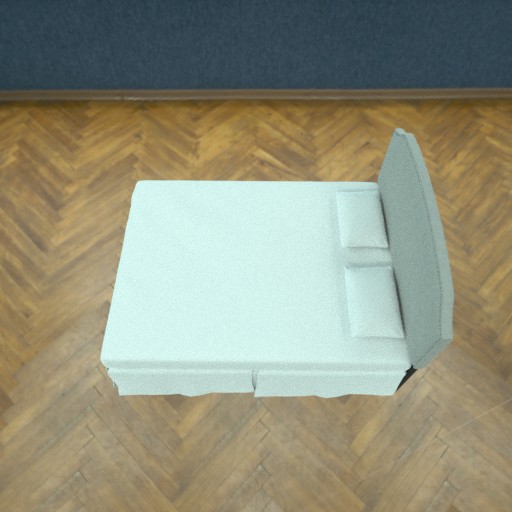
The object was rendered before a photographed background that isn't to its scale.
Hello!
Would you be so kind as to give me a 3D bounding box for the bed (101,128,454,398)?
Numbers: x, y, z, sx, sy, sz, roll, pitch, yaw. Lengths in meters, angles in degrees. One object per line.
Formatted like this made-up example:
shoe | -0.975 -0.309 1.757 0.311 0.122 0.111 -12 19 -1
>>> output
bed | 0.000 0.000 2.995 1.999 1.270 1.558 1 58 0
